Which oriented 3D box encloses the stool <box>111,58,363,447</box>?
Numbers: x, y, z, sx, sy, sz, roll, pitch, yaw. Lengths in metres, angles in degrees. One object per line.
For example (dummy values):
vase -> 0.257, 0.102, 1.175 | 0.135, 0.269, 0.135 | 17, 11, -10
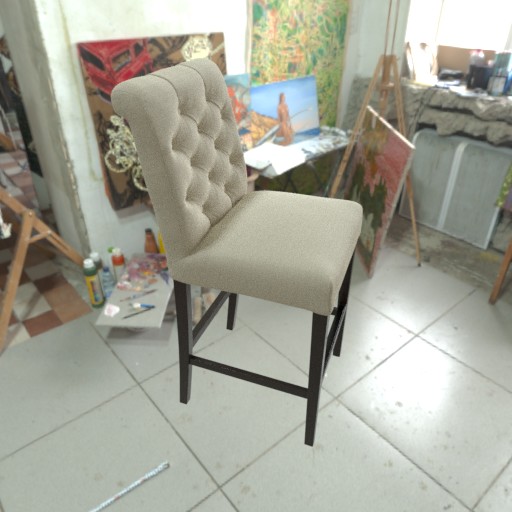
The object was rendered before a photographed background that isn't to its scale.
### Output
stool -> 0.000, 0.000, 1.448 | 0.610, 1.118, 0.482 | 12, 35, 17
